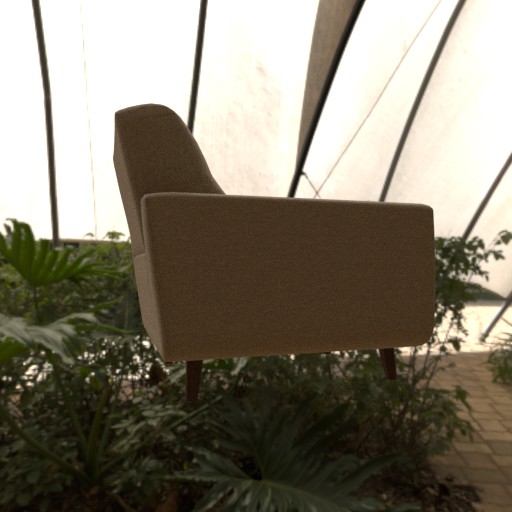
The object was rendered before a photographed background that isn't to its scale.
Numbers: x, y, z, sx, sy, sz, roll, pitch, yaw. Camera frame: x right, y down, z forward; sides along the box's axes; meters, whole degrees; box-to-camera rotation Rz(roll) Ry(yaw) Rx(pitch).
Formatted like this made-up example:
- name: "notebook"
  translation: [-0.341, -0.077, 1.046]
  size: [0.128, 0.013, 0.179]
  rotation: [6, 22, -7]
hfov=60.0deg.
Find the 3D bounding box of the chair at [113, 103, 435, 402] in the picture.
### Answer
- name: "chair"
  translation: [0.000, 0.000, 1.832]
  size: [1.128, 0.965, 0.897]
  rotation: [0, -1, -18]
